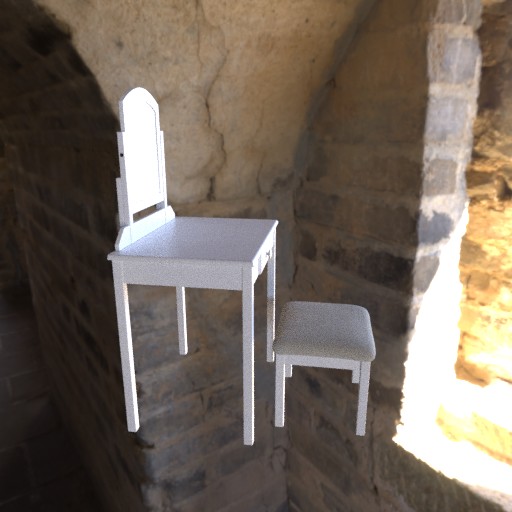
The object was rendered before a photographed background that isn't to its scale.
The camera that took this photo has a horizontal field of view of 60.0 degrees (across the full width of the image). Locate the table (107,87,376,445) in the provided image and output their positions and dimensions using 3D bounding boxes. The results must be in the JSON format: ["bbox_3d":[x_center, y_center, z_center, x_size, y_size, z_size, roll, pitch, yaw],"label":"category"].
[{"bbox_3d":[0.000,0.000,2.271,1.211,1.631,0.876,3,17,9],"label":"table"}]
